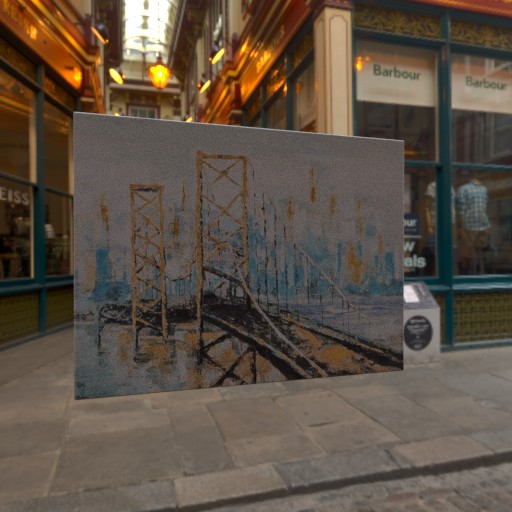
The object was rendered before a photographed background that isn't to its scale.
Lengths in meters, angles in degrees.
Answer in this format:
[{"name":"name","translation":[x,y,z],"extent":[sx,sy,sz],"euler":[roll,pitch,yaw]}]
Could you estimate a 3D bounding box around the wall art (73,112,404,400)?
[{"name":"wall art","translation":[0.000,0.000,1.335],"extent":[1.016,0.762,0.038],"euler":[0,0,-17]}]
